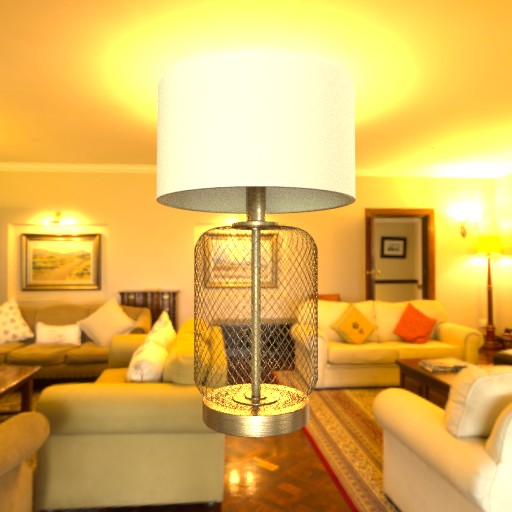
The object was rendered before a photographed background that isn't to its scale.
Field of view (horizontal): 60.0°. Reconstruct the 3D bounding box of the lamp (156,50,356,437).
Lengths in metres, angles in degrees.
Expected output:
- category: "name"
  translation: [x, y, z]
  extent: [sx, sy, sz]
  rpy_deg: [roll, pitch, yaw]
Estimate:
- category: "lamp"
  translation: [0.000, 0.000, 0.801]
  extent: [0.353, 0.578, 0.353]
  rpy_deg: [0, -1, 0]
